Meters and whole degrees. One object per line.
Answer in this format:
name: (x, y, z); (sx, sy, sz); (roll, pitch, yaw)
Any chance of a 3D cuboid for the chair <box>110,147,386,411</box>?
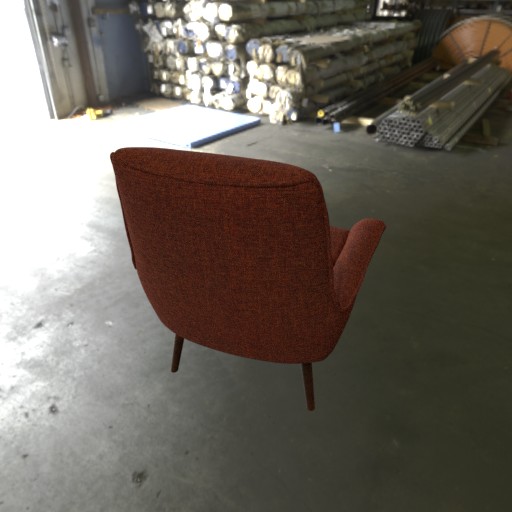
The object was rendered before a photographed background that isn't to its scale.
chair: (0.000, 0.000, 1.521); (0.803, 0.911, 0.784); (10, 33, 16)
